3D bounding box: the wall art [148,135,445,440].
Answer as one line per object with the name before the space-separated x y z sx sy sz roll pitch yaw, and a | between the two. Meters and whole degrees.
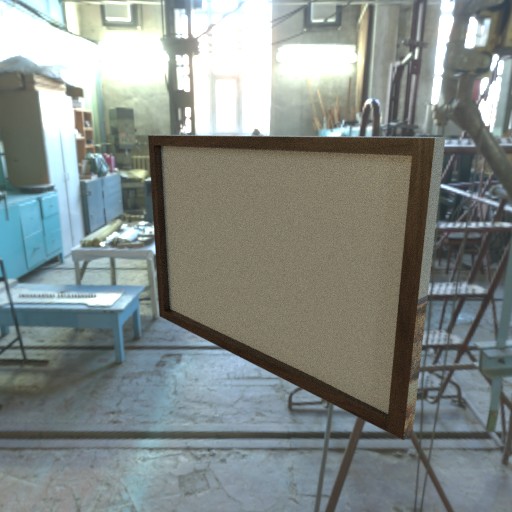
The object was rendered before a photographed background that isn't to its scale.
wall art | 0.000 0.000 1.454 0.051 0.761 1.138 -15 22 -43
